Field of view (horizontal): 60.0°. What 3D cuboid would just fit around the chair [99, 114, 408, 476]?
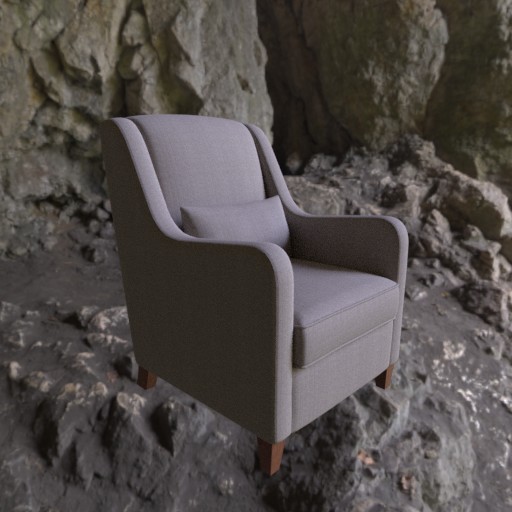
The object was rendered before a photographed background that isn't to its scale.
[{"bbox_3d":[0.000,0.000,1.620,0.890,1.017,0.715,14,20,43],"label":"chair"}]
